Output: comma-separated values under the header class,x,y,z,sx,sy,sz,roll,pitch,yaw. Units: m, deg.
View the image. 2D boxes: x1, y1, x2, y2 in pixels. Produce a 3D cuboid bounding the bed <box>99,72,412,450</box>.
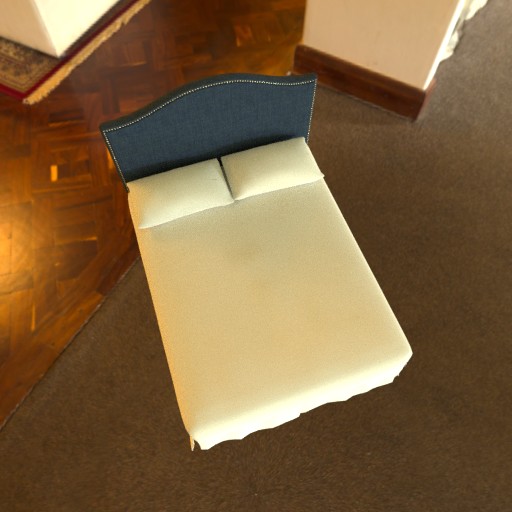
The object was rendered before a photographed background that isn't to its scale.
class,x,y,z,sx,sy,sz,roll,pitch,yaw
bed,0.000,0.000,3.245,1.713,1.518,2.153,-17,63,-9
